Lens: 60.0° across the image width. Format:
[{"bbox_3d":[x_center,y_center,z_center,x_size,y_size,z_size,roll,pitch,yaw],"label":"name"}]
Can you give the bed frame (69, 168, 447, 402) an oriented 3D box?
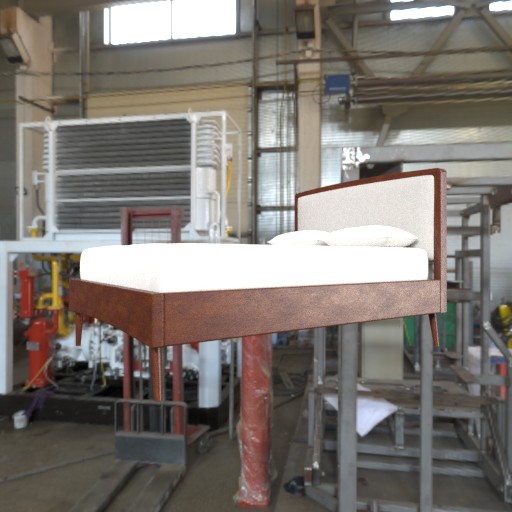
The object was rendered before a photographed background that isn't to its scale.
[{"bbox_3d":[0.000,0.000,3.151,2.171,1.279,1.587,0,0,-35],"label":"bed frame"}]
